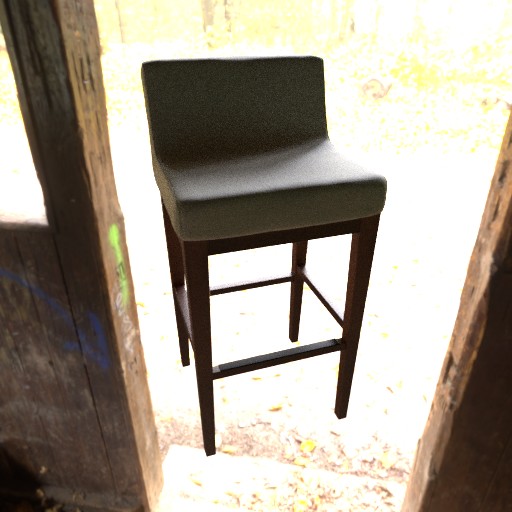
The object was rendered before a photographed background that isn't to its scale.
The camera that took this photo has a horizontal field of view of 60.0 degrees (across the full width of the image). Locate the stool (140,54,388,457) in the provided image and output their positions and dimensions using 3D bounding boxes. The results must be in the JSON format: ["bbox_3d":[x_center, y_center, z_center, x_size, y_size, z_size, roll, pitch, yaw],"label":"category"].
[{"bbox_3d":[0.000,0.000,1.293,0.511,1.037,0.500,-9,30,-16],"label":"stool"}]
